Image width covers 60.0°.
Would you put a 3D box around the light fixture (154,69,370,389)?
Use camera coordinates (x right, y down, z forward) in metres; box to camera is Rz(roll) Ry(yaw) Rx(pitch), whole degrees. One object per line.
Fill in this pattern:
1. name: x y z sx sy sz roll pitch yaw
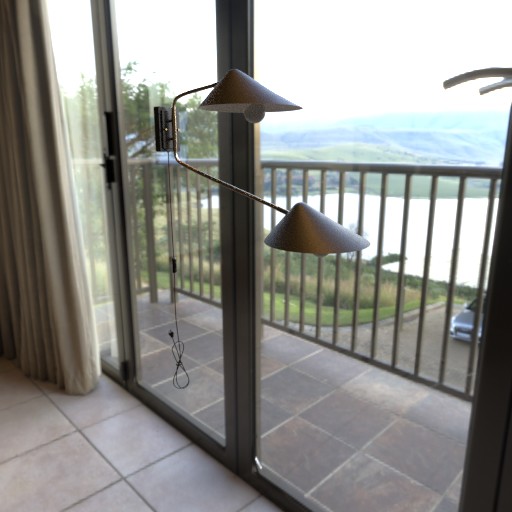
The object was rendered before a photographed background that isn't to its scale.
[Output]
1. light fixture: 0.000 0.000 0.838 0.422 0.665 0.189 7 15 27
